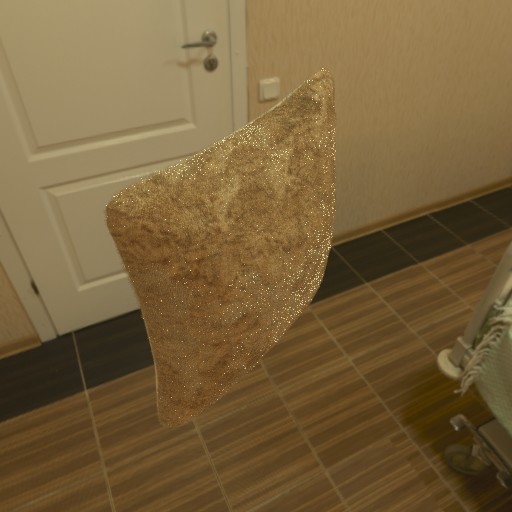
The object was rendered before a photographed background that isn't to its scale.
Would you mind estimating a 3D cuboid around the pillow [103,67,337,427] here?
[{"bbox_3d":[0.000,0.000,0.808,0.216,0.525,0.538,25,47,25],"label":"pillow"}]
